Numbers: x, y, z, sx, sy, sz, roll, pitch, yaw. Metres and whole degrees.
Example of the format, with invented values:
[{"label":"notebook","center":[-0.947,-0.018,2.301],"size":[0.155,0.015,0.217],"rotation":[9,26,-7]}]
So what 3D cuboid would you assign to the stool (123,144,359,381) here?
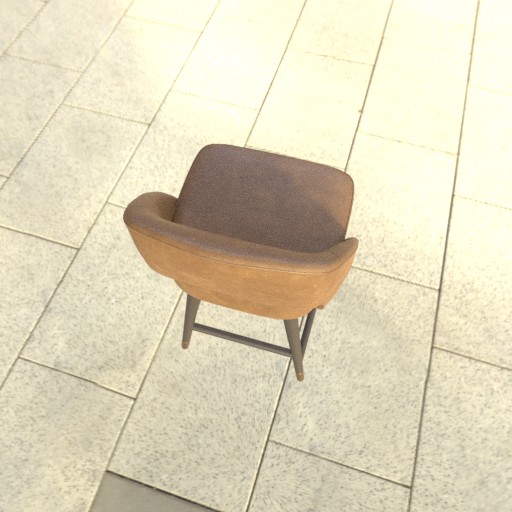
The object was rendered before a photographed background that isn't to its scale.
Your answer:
[{"label":"stool","center":[0.000,0.000,1.240],"size":[0.494,0.940,0.509],"rotation":[14,64,7]}]
